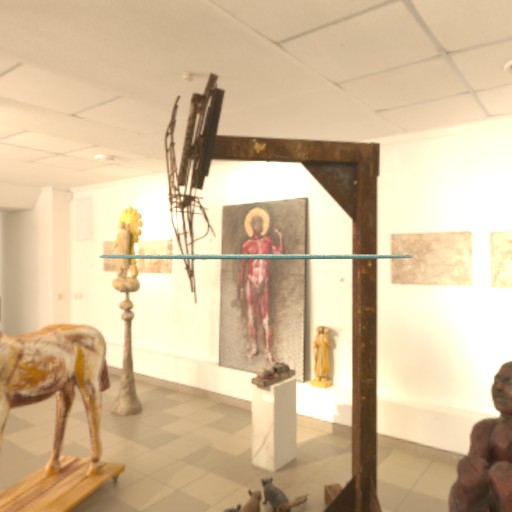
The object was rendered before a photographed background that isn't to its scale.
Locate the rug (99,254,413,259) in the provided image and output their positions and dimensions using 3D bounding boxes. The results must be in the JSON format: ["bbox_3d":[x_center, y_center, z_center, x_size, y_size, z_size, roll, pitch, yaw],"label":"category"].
[{"bbox_3d":[0.000,0.000,2.388,1.593,0.012,1.593,0,0,0],"label":"rug"}]
